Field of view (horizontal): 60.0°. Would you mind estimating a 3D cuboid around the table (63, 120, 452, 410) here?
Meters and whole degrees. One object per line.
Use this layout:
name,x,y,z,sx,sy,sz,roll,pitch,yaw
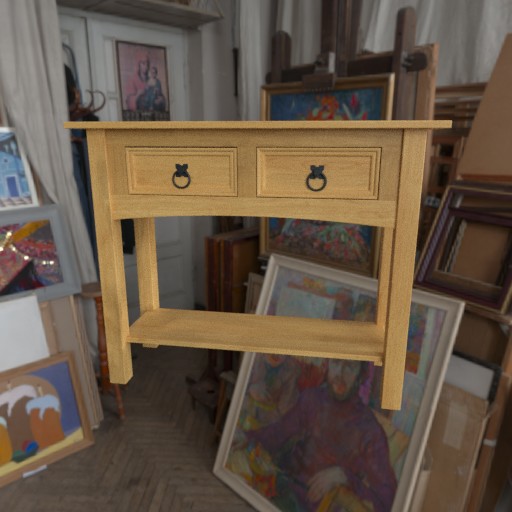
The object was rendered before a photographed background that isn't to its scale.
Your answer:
table,0.000,0.000,1.266,0.900,0.728,0.340,2,15,9
